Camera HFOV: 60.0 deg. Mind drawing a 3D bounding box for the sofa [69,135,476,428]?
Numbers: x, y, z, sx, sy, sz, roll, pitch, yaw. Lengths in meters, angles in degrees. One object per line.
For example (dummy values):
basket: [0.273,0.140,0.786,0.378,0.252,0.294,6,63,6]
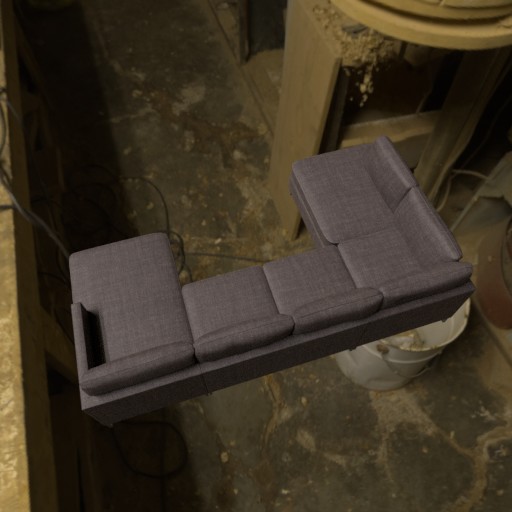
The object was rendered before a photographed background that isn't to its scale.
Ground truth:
sofa: [0.000,0.000,4.246,3.423,0.999,2.048,-15,60,-9]
